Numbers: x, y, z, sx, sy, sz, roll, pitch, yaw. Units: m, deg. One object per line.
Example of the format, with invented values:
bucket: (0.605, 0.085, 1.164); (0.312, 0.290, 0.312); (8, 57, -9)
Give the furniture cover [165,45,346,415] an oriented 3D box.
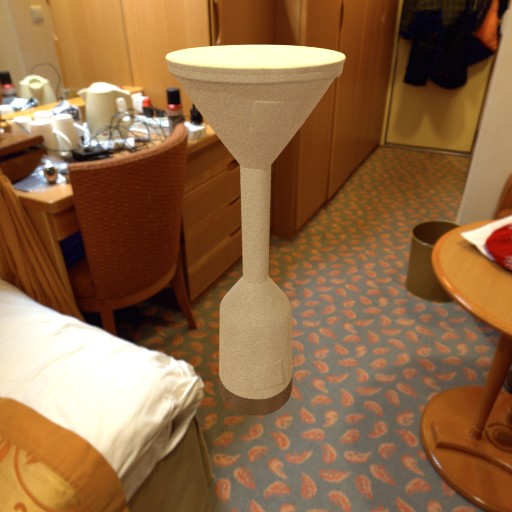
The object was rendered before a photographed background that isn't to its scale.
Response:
furniture cover: (0.000, 0.000, 2.887); (0.914, 2.413, 0.914); (-10, 32, -17)
